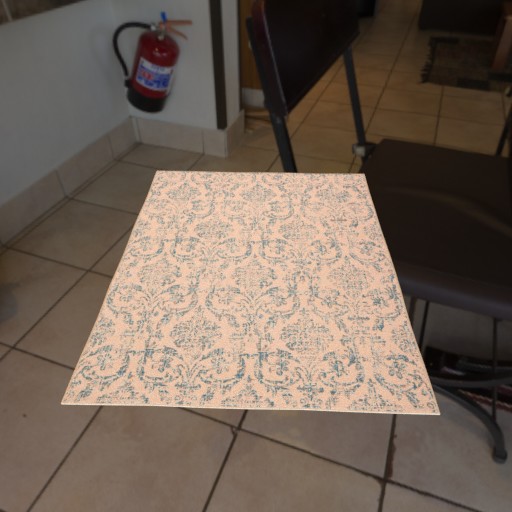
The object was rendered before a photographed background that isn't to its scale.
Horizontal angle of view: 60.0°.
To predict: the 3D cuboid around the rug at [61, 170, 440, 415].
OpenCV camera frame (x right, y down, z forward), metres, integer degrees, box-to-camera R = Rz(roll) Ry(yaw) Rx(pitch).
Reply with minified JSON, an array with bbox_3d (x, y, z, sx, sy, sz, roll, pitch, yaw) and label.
[{"bbox_3d":[0.000,0.000,3.899,2.363,0.012,2.980,1,40,1],"label":"rug"}]
